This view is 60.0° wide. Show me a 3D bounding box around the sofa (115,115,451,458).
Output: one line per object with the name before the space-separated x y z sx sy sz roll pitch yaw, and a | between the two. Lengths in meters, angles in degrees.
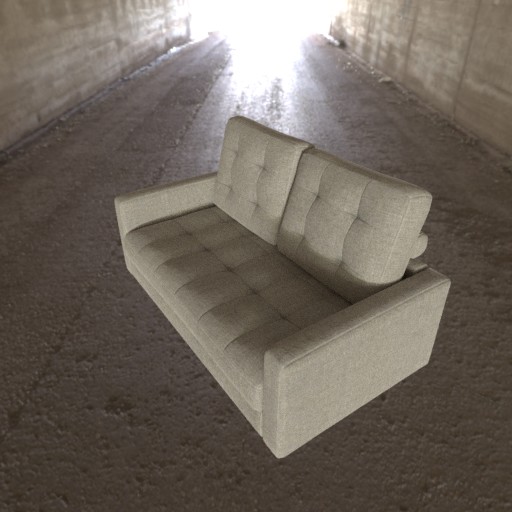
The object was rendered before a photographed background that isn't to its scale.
sofa | 0.000 0.000 1.975 0.842 0.907 1.407 -20 37 -29
